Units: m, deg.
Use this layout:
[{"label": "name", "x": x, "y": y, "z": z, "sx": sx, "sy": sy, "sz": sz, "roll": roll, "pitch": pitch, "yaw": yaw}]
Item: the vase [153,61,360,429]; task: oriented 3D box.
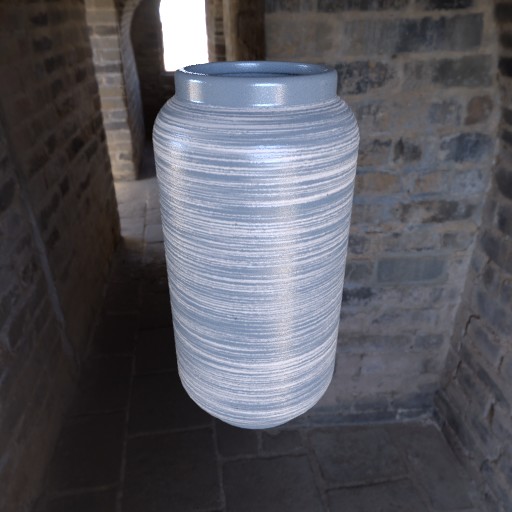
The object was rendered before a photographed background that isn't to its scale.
[{"label": "vase", "x": 0.000, "y": 0.000, "z": 0.292, "sx": 0.116, "sy": 0.230, "sz": 0.116, "roll": 0, "pitch": 29, "yaw": 0}]
